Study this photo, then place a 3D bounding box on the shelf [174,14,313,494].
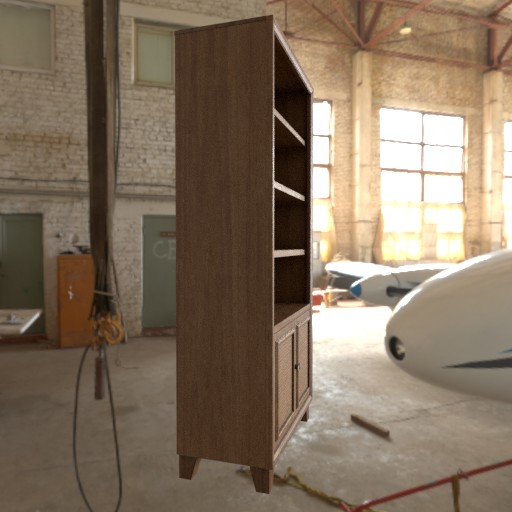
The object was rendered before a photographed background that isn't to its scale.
[{"bbox_3d":[0.000,0.000,2.249,0.453,1.930,0.864,0,1,18],"label":"shelf"}]
